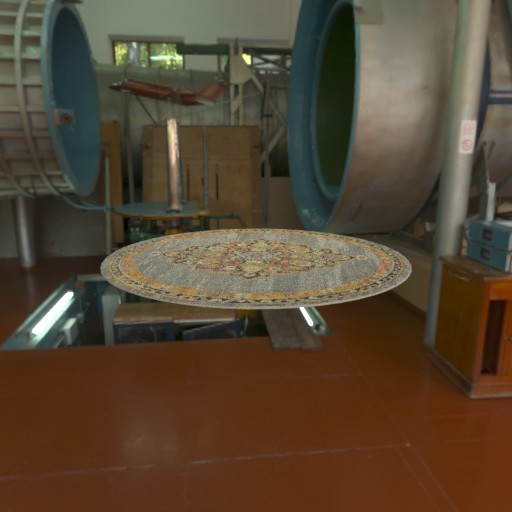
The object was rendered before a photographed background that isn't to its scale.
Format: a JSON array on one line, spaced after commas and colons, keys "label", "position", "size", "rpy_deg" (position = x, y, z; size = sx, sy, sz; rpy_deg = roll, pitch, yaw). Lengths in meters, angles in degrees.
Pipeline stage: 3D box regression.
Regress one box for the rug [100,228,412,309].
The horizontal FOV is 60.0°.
[{"label": "rug", "position": [0.000, 0.000, 2.405], "size": [1.598, 0.010, 1.598], "rpy_deg": [0, 14, 0]}]
